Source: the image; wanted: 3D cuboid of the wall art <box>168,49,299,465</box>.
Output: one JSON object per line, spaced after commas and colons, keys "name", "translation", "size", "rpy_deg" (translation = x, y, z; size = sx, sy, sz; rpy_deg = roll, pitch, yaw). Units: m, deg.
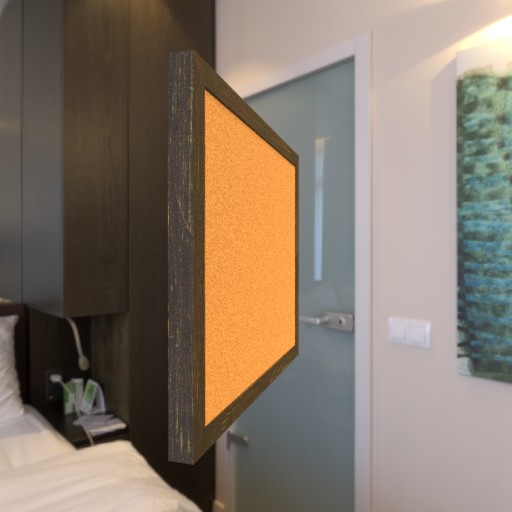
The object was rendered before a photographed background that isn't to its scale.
{"name": "wall art", "translation": [0.000, 0.000, 0.758], "size": [0.032, 0.457, 0.558], "rpy_deg": [0, 0, 17]}
